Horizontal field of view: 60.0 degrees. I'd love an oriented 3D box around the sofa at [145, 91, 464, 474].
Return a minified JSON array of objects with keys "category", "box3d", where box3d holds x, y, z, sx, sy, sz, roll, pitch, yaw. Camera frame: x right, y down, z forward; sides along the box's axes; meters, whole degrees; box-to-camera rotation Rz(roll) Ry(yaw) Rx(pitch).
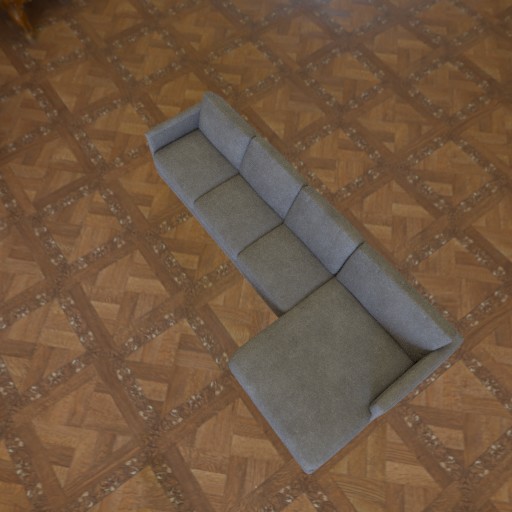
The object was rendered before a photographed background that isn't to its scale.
[{"category":"sofa","box3d":[0.000,0.000,4.146,1.604,0.950,3.471,-34,68,-16]}]
